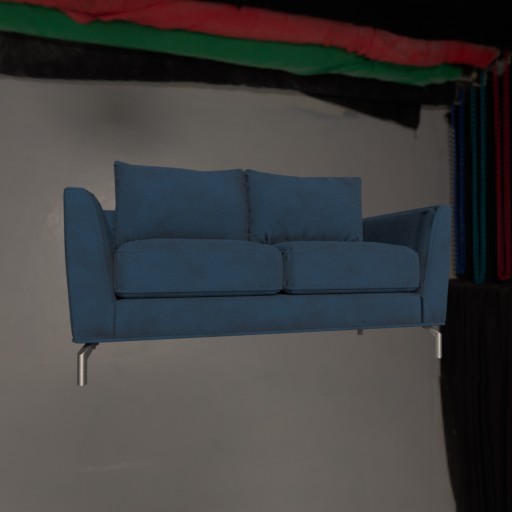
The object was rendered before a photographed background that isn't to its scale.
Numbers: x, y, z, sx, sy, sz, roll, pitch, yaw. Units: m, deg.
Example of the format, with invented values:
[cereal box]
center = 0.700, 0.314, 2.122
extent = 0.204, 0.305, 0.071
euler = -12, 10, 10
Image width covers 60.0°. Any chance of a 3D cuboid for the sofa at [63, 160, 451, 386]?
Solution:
[sofa]
center = 0.000, 0.000, 2.310
extent = 1.770, 1.002, 0.853
euler = 0, -1, -17
